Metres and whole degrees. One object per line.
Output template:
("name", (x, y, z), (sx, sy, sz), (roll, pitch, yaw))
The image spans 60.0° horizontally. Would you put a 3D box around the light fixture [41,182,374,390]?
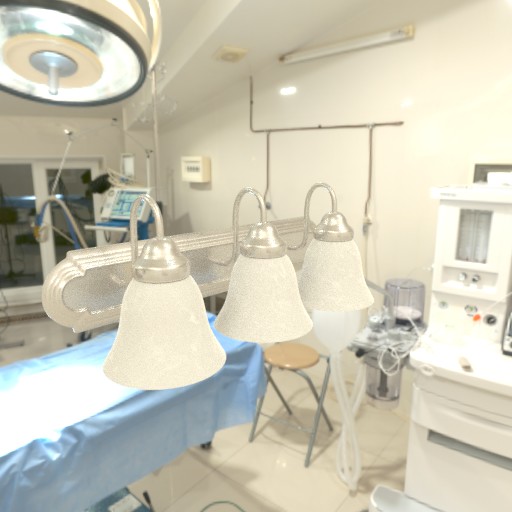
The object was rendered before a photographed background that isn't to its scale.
("light fixture", (0.000, 0.000, 0.726), (0.199, 0.222, 0.610), (12, 18, 43))
